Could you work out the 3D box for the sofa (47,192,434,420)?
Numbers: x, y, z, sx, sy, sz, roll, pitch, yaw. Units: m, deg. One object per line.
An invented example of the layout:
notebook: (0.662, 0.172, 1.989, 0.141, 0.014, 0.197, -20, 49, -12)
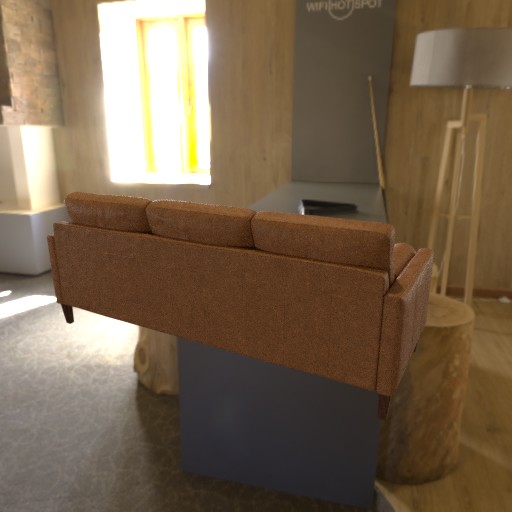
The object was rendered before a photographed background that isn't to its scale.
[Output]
sofa: (0.000, 0.000, 2.931, 2.178, 0.876, 1.506, 9, 18, 28)
